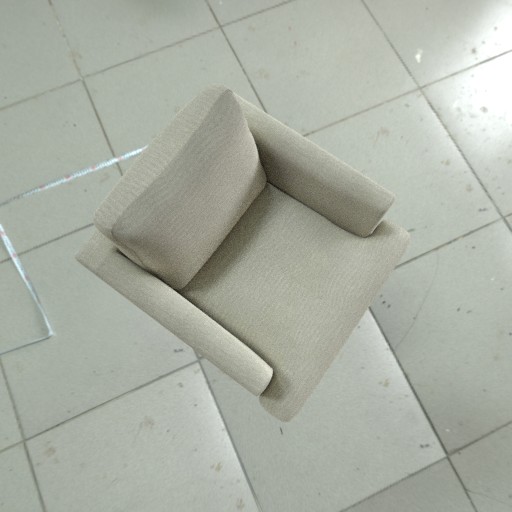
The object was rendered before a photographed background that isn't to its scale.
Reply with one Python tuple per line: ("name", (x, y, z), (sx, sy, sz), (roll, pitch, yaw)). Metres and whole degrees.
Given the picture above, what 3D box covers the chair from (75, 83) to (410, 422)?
("chair", (0.000, 0.000, 1.672), (0.899, 0.957, 0.858), (35, 77, 9))
